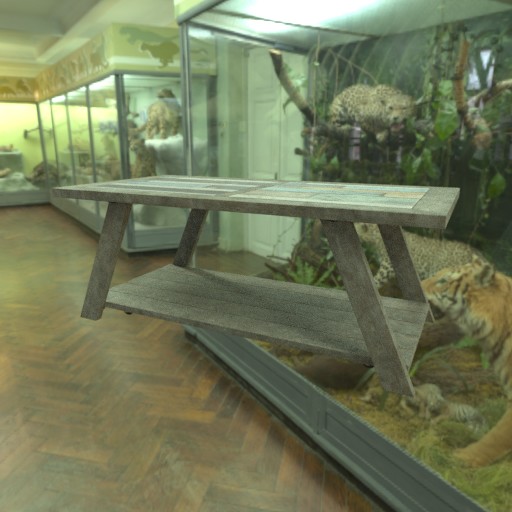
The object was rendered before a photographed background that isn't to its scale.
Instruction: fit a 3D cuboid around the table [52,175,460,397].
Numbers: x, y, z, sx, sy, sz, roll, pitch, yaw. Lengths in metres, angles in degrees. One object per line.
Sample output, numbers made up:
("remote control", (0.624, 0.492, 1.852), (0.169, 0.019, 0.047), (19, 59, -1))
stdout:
("table", (0.000, 0.000, 1.540), (1.219, 0.470, 0.610), (7, 17, 25))
